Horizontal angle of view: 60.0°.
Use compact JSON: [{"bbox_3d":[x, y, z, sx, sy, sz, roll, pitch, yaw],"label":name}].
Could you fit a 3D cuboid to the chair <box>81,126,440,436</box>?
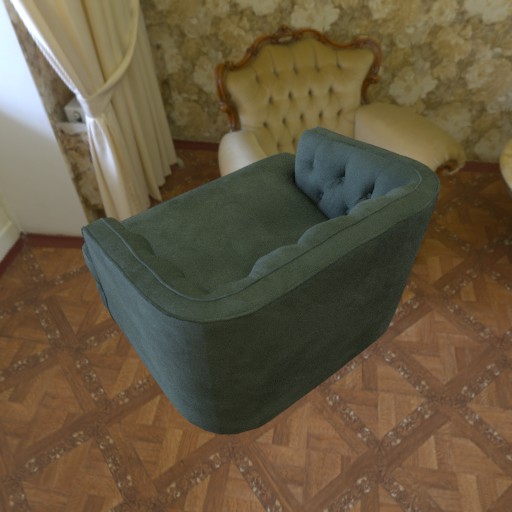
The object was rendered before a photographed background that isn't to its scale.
[{"bbox_3d":[0.000,0.000,1.753,1.104,0.852,0.941,-29,53,-25],"label":"chair"}]
